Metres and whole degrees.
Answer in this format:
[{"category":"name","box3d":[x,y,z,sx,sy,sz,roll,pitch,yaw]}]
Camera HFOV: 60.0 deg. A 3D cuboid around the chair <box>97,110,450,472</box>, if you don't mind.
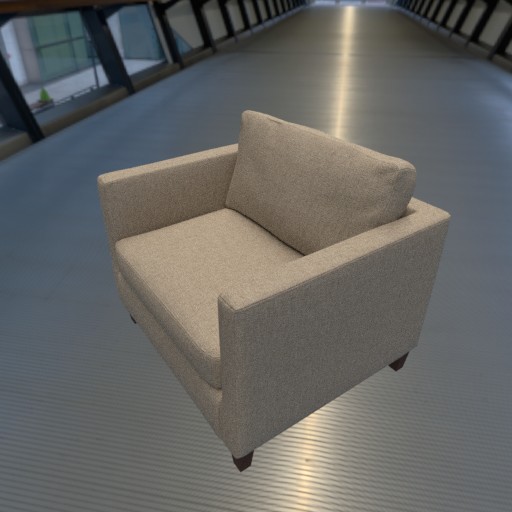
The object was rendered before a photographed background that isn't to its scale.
[{"category":"chair","box3d":[0.000,0.000,1.843,0.959,0.961,1.107,-21,38,-29]}]
